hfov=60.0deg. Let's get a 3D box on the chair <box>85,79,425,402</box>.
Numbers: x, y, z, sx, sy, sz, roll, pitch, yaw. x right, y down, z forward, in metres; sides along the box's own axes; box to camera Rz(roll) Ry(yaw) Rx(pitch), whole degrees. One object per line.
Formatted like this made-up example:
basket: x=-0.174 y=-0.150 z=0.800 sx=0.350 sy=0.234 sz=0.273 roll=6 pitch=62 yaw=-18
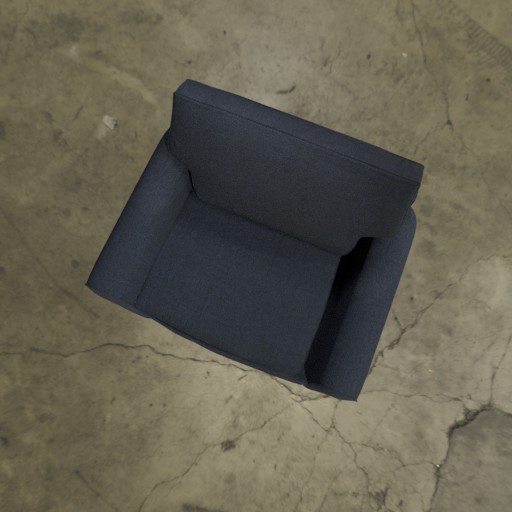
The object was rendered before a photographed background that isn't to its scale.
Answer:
chair: x=0.000 y=0.000 z=2.086 sx=1.285 sy=1.044 sz=0.963 roll=22 pitch=76 yaw=6
